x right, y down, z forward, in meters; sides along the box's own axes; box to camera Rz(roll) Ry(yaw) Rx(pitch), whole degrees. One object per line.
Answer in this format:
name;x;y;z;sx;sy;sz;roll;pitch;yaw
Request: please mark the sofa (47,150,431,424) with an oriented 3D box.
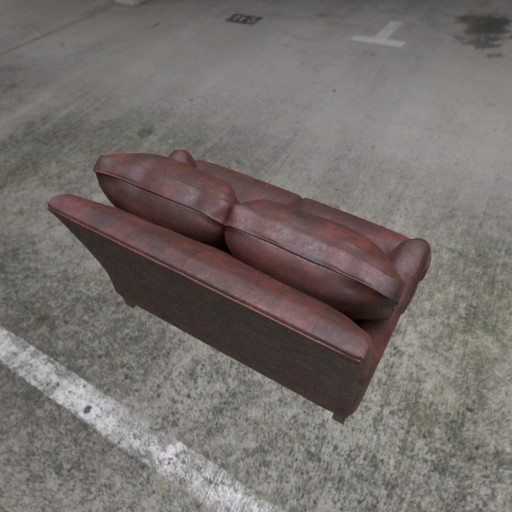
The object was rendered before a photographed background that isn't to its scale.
sofa;0.000;0.000;2.361;1.628;1.070;1.148;24;52;20
